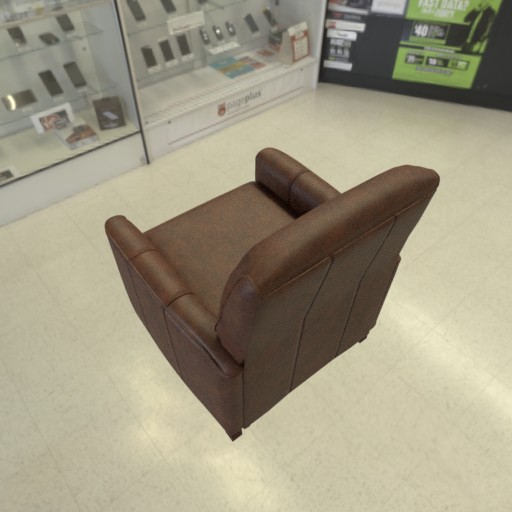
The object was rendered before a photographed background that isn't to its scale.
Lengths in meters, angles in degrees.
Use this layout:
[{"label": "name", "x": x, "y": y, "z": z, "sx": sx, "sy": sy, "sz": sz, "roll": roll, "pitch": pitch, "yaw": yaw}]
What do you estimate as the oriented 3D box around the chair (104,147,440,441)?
[{"label": "chair", "x": 0.000, "y": 0.000, "z": 1.637, "sx": 0.839, "sy": 1.010, "sz": 0.850, "roll": -30, "pitch": 54, "yaw": -25}]
